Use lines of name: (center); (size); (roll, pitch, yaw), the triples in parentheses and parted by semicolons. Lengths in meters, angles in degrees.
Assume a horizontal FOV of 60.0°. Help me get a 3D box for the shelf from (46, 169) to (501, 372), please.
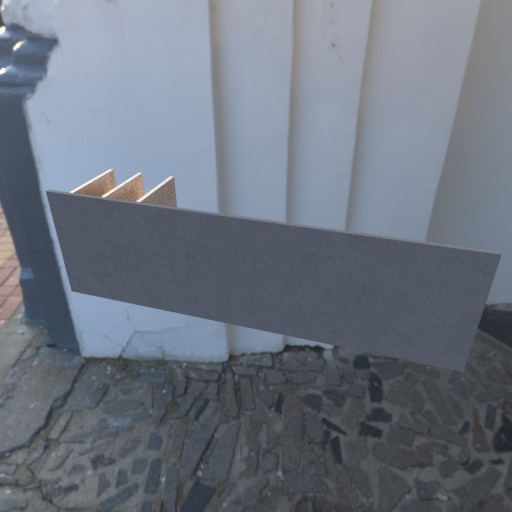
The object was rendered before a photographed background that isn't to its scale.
shelf: (0.000, 0.000, 1.113); (1.020, 0.300, 0.200); (9, 32, 15)
